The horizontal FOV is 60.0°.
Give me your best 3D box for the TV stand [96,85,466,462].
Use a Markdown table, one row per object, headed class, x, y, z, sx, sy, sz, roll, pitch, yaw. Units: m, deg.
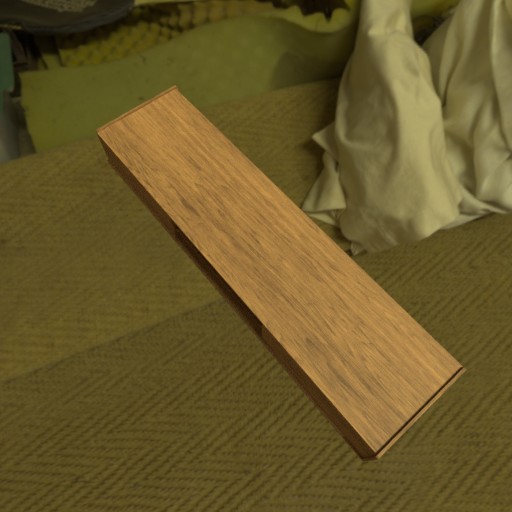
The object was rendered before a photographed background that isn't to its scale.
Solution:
| class | x | y | z | sx | sy | sz | roll | pitch | yaw |
| --- | --- | --- | --- | --- | --- | --- | --- | --- | --- |
| TV stand | 0.000 | 0.000 | 1.994 | 0.467 | 0.415 | 1.796 | -37 | 69 | -17 |
